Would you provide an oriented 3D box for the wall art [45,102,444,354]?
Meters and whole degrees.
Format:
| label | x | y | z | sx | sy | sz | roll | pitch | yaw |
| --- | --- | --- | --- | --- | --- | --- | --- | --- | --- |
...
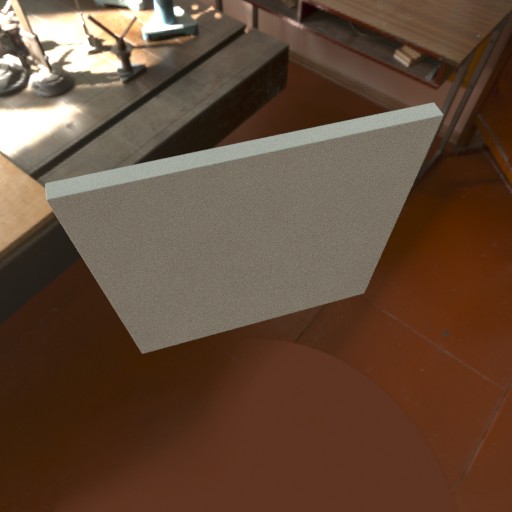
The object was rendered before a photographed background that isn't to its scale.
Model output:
| label | x | y | z | sx | sy | sz | roll | pitch | yaw |
| --- | --- | --- | --- | --- | --- | --- | --- | --- | --- |
| wall art | 0.000 | 0.000 | 1.148 | 0.762 | 0.762 | 0.040 | -14 | 59 | -9 |
